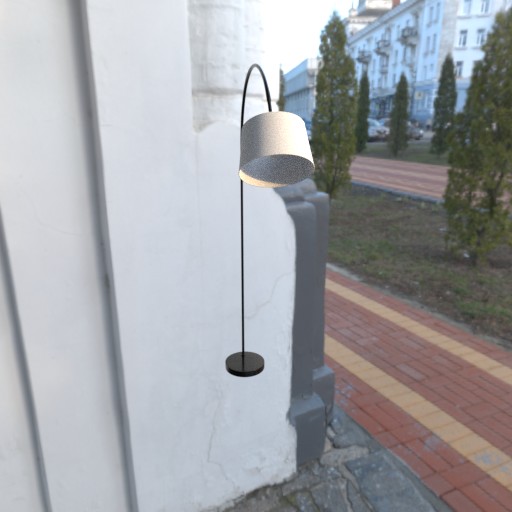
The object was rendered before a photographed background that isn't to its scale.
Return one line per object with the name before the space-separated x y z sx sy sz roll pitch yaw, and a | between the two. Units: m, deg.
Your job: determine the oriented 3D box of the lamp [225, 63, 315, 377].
lamp | 0.000 0.000 2.605 0.331 2.104 1.363 -3 17 -9
